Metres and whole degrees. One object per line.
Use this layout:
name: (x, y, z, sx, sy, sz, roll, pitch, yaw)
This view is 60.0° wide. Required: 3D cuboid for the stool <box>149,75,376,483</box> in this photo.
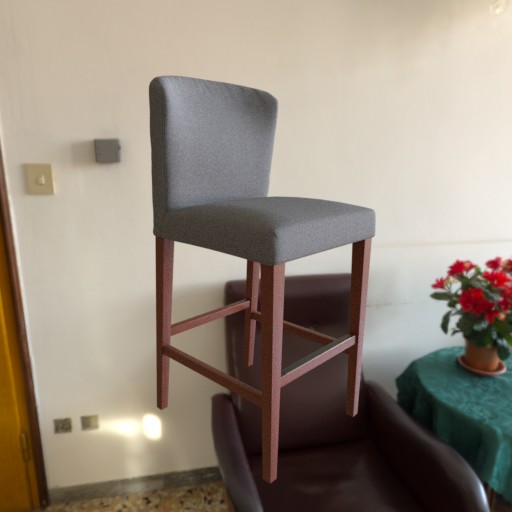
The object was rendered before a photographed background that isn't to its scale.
stool: (0.000, 0.000, 1.358, 0.568, 1.069, 0.481, 13, 19, 42)
